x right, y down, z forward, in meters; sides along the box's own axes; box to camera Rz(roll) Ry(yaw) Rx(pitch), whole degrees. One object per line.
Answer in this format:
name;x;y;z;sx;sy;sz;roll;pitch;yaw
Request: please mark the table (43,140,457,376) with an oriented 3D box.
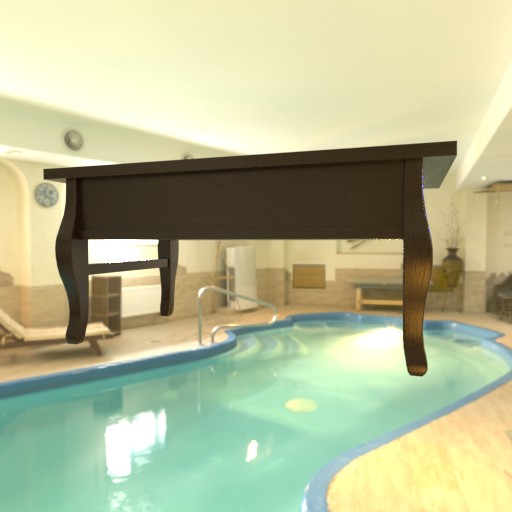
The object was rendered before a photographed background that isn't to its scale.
table;0.000;0.000;1.351;1.062;0.494;0.600;1;2;19
